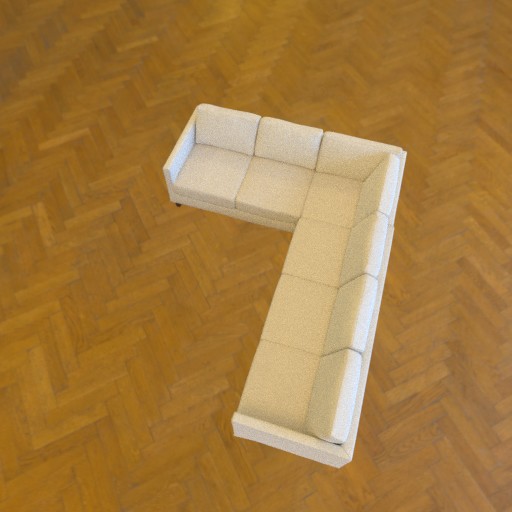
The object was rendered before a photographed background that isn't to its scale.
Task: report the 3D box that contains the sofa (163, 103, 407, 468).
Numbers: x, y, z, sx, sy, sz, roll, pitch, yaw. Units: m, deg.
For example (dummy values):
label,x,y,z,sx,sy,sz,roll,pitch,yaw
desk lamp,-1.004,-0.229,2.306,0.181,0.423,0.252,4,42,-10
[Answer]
label,x,y,z,sx,sy,sz,roll,pitch,yaw
sofa,0.000,0.000,4.355,2.432,0.863,3.182,15,60,9
